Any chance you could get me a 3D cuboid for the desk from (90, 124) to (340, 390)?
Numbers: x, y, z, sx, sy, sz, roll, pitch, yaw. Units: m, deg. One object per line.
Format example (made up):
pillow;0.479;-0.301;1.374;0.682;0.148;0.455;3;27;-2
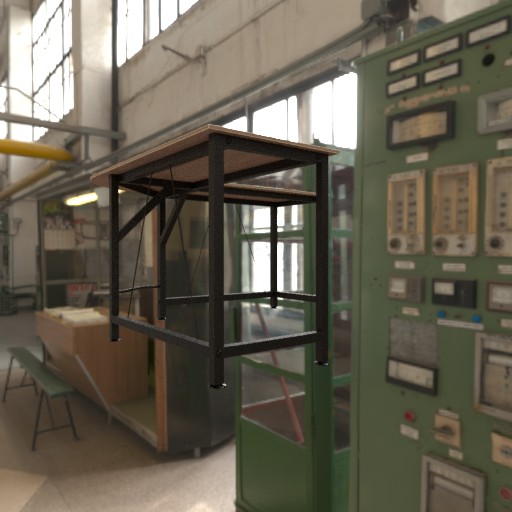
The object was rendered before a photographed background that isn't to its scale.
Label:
desk;0.000;0.000;2.232;1.400;0.762;1.400;0;1;-37
